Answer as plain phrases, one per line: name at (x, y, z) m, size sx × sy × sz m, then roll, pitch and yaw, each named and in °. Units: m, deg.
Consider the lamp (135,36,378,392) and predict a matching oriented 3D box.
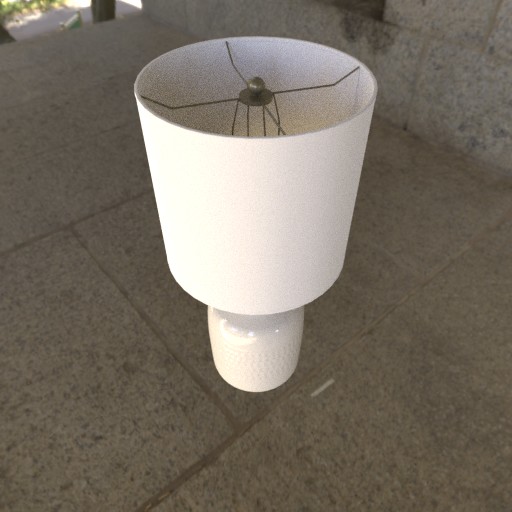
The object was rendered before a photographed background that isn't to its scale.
lamp at (0.000, 0.000, 0.485) m, size 0.188 × 0.392 × 0.188 m, roll 15°, pitch 46°, yaw 15°
